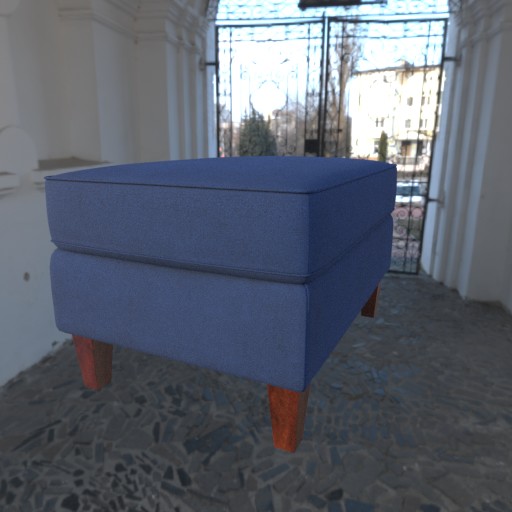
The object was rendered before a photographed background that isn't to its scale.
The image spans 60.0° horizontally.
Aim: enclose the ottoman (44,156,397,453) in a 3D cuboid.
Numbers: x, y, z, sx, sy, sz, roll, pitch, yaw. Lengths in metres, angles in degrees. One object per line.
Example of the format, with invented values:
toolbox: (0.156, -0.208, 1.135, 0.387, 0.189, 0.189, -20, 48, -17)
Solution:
ottoman: (0.000, 0.000, 1.355, 0.686, 0.584, 0.965, 7, 16, 25)
